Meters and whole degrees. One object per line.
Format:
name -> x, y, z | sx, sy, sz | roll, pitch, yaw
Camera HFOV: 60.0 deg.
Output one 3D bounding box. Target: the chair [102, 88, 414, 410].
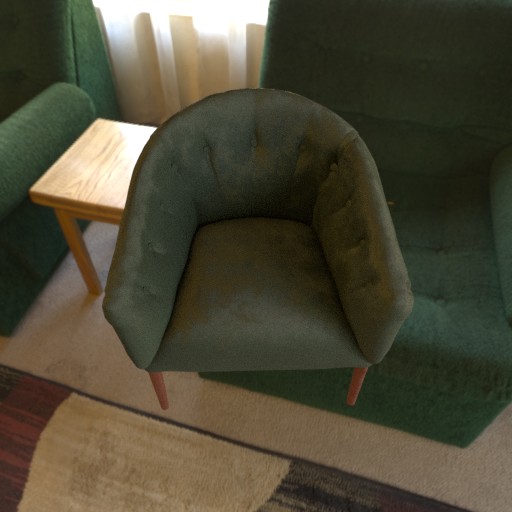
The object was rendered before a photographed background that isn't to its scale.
chair -> 0.000, 0.000, 1.548 | 0.851, 0.885, 0.776 | -1, 47, -1
